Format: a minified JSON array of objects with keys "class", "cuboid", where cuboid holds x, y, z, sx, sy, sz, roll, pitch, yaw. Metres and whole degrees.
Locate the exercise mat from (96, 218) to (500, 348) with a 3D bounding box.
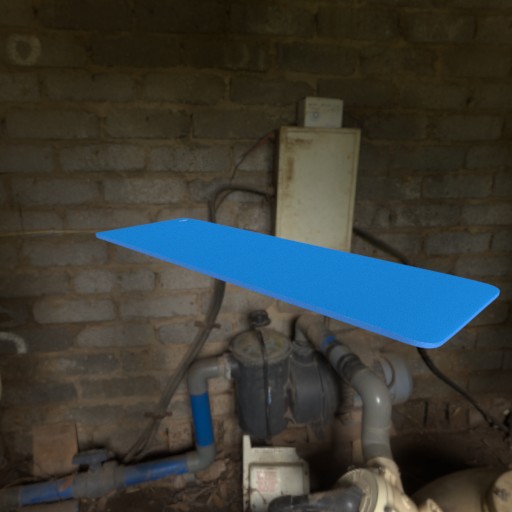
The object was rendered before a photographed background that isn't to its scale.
[{"class":"exercise mat","cuboid":[0.000,0.000,1.982,1.869,0.021,0.616,15,22,42]}]
